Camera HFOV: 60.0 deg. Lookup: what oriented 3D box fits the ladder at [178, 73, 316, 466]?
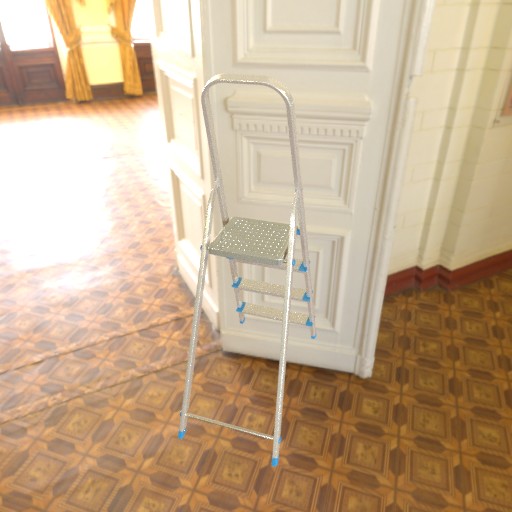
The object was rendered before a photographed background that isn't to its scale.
[{"bbox_3d":[0.000,0.000,1.824,0.445,1.434,0.842,9,33,15],"label":"ladder"}]
